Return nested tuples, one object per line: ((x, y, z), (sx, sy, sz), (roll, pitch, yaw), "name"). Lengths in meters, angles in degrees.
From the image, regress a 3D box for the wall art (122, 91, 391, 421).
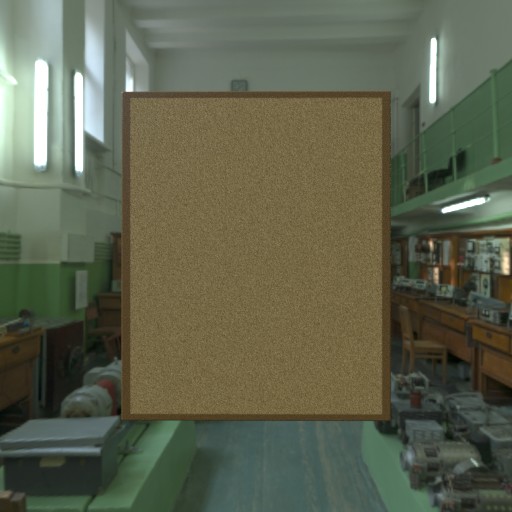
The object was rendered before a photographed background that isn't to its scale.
((0.000, 0.000, 0.748), (0.449, 0.550, 0.021), (0, 0, 0), "wall art")
